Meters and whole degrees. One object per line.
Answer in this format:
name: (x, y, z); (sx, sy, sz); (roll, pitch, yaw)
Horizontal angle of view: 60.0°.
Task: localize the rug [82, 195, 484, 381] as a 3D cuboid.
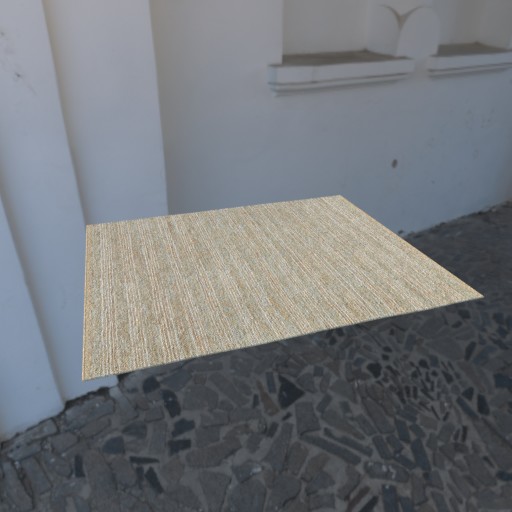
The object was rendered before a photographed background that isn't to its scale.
rug: (0.000, 0.000, 4.155); (3.034, 0.012, 2.471); (-9, 29, -16)
